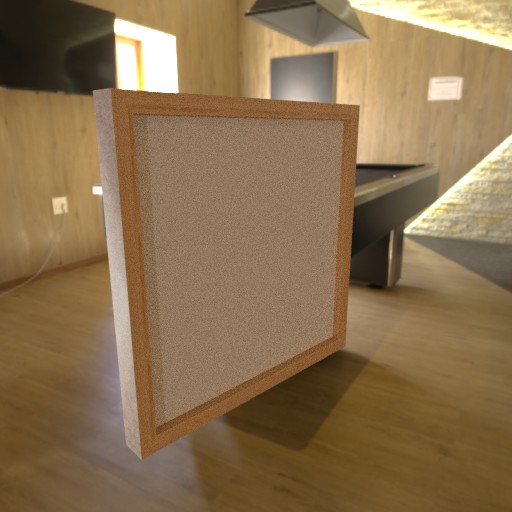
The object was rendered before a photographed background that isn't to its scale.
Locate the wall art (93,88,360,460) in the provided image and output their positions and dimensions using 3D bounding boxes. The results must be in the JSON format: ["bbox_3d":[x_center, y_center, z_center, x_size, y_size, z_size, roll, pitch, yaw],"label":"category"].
[{"bbox_3d":[0.000,0.000,0.455,0.303,0.303,0.028,-15,21,-42],"label":"wall art"}]
